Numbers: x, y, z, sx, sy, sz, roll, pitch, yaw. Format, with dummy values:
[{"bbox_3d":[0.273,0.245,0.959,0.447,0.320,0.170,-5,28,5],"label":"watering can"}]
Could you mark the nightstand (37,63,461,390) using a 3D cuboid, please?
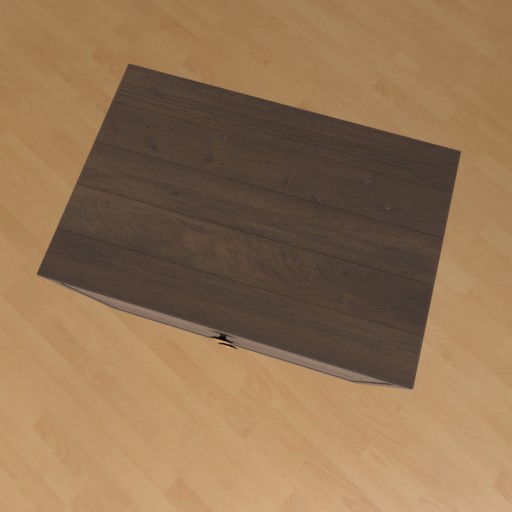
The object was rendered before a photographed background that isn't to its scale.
[{"bbox_3d":[0.000,0.000,1.069,0.650,0.599,0.450,16,76,4],"label":"nightstand"}]
